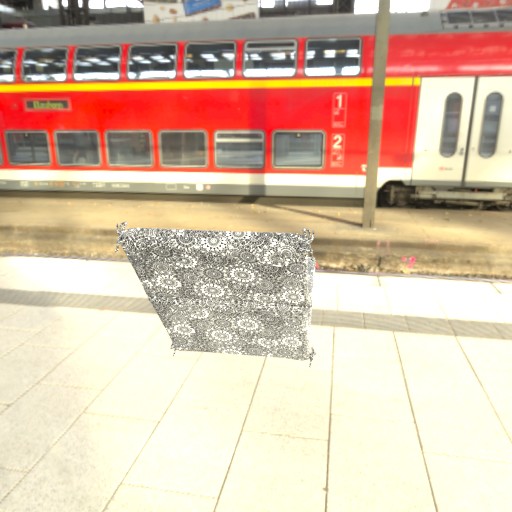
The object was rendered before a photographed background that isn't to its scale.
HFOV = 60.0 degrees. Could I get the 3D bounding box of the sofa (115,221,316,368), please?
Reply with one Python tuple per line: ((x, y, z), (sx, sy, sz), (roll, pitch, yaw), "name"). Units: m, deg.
((0.000, 0.000, 2.023), (0.582, 0.622, 1.663), (2, 17, 8), "sofa")
